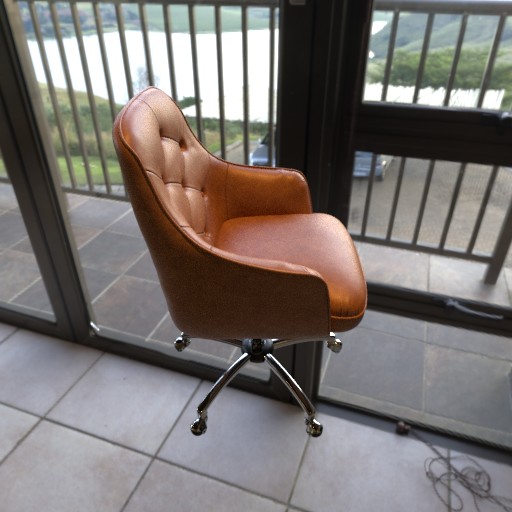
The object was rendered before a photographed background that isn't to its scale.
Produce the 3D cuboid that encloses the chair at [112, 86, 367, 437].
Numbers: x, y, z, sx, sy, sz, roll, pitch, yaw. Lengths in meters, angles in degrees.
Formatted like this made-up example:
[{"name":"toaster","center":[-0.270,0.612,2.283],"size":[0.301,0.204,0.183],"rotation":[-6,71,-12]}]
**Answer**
[{"name":"chair","center":[0.000,0.000,1.301],"size":[0.615,0.909,0.628],"rotation":[1,33,1]}]
